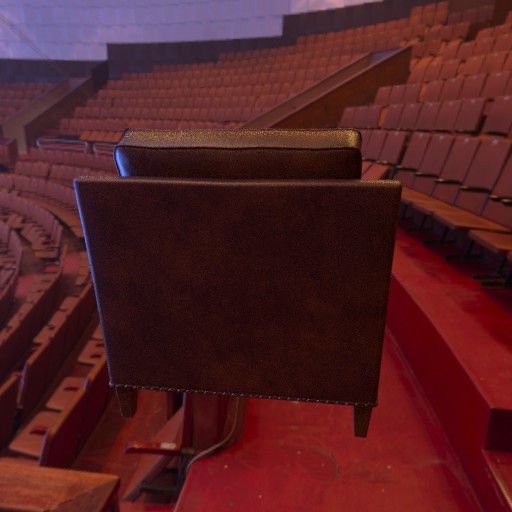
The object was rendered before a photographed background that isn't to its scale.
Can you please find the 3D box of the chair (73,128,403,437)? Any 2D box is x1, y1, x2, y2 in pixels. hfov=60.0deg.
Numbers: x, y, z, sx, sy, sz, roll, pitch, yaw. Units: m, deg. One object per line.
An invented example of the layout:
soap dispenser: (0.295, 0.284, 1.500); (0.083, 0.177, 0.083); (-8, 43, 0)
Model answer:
chair: (0.000, 0.000, 1.679); (0.853, 0.929, 1.014); (2, 16, 7)
